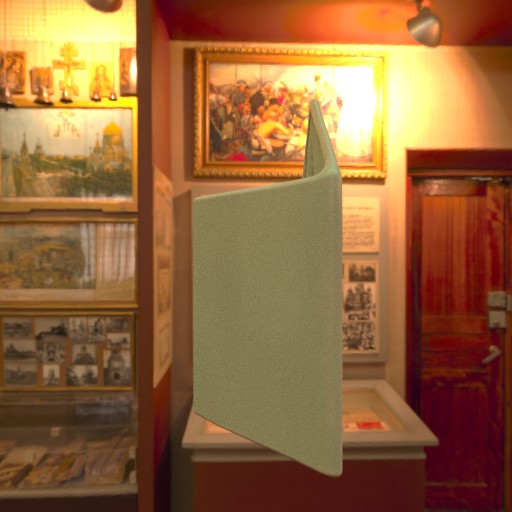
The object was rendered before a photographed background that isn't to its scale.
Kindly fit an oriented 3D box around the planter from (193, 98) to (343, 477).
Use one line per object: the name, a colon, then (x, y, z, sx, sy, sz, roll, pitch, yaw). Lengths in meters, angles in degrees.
planter: (0.000, 0.000, 0.279, 0.079, 0.197, 0.164, 0, 0, 0)
